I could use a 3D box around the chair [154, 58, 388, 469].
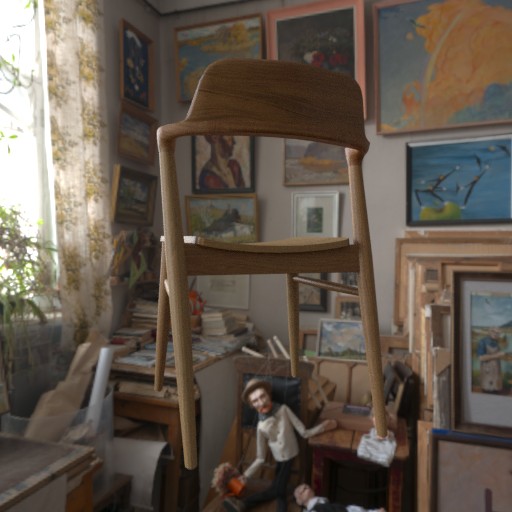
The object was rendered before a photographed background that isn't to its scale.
[{"bbox_3d":[0.000,0.000,1.129,0.512,0.792,0.499,0,1,-19],"label":"chair"}]
